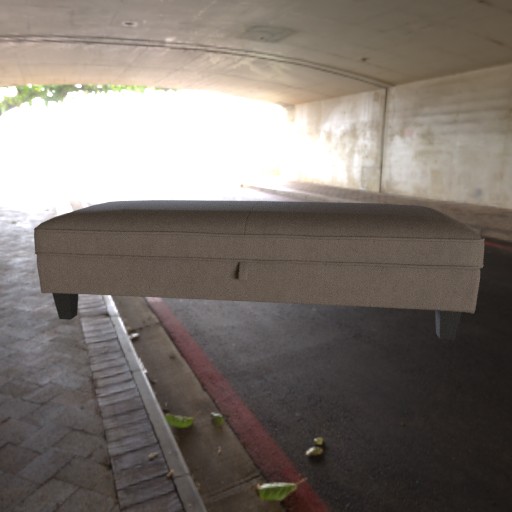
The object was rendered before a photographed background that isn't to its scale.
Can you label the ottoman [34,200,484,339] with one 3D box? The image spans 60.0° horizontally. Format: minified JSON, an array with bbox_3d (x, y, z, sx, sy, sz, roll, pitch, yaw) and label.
[{"bbox_3d":[0.000,0.000,2.038,1.764,0.470,0.751,2,14,7],"label":"ottoman"}]
